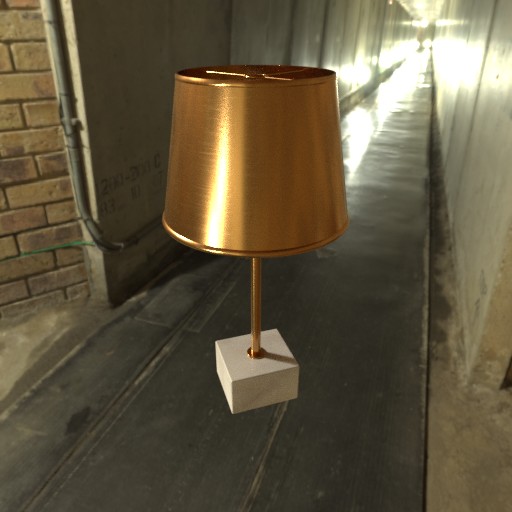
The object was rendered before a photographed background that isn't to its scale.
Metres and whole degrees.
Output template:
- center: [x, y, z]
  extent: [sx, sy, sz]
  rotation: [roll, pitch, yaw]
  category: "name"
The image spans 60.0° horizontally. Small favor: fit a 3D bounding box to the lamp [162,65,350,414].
- center: [0.000, 0.000, 0.526]
  extent: [0.208, 0.406, 0.208]
  rotation: [0, 28, 0]
  category: "lamp"
